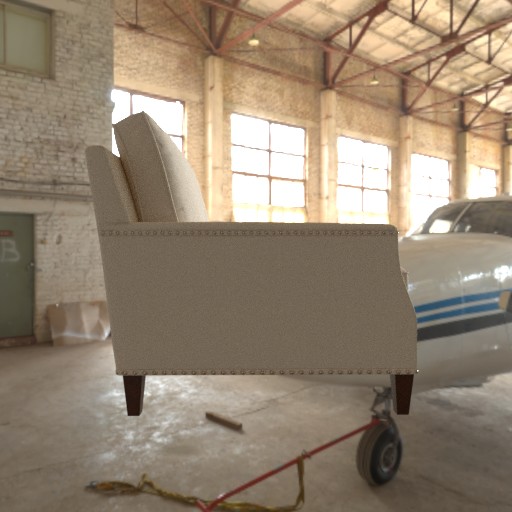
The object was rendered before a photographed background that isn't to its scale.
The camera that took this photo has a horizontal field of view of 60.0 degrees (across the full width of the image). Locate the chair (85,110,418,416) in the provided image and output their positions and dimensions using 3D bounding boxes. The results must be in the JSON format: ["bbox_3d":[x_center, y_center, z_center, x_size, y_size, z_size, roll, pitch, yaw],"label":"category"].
[{"bbox_3d":[0.000,0.000,1.724,1.014,0.943,0.853,0,1,-1],"label":"chair"}]
